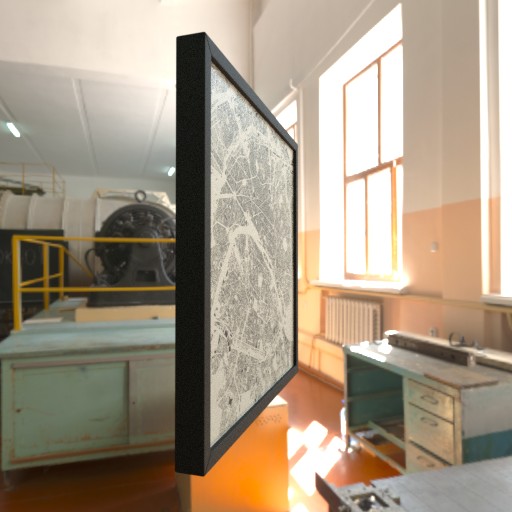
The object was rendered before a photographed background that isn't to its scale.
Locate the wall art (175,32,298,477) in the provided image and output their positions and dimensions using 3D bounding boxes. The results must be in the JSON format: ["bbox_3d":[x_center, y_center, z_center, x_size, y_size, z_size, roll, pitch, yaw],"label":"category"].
[{"bbox_3d":[0.000,0.000,0.752,0.037,0.508,0.508,0,-1,17],"label":"wall art"}]
